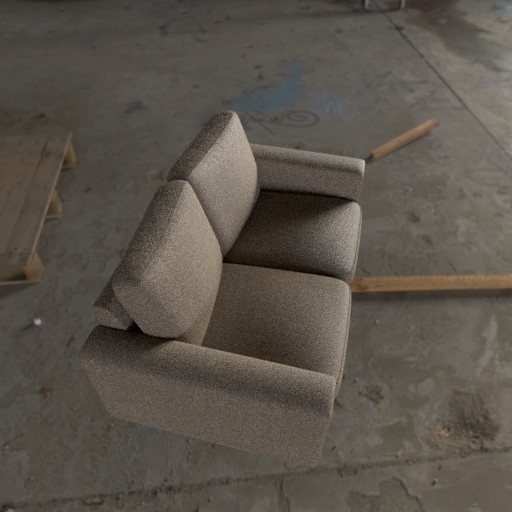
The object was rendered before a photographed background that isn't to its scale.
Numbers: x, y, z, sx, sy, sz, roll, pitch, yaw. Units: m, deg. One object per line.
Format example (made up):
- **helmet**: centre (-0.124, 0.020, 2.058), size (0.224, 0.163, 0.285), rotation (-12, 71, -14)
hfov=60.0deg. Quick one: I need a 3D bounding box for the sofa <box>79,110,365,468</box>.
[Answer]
- **sofa**: centre (0.000, 0.000, 2.237), size (1.016, 0.873, 1.616), rotation (10, 47, 9)
